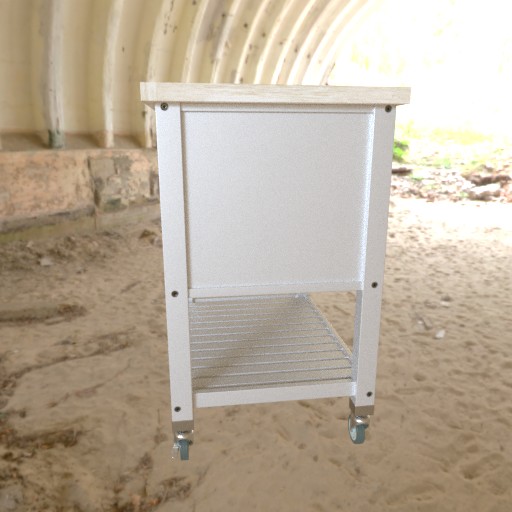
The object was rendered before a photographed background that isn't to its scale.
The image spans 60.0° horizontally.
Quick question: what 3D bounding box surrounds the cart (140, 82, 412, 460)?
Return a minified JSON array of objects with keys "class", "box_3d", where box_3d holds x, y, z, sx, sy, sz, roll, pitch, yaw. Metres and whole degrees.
[{"class":"cart","box_3d":[0.000,0.000,1.377,0.559,0.914,0.762,-2,15,-8]}]
